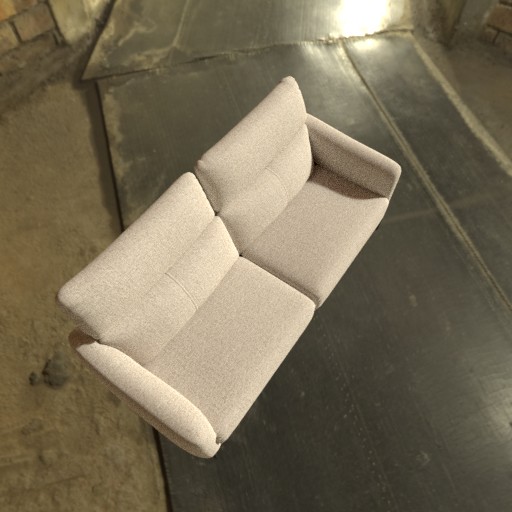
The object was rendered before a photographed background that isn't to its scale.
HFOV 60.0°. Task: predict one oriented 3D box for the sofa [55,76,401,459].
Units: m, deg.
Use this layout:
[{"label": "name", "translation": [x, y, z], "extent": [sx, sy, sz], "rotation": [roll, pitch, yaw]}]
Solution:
[{"label": "sofa", "translation": [0.000, 0.000, 2.481], "extent": [0.856, 0.956, 2.015], "rotation": [31, 64, 18]}]
